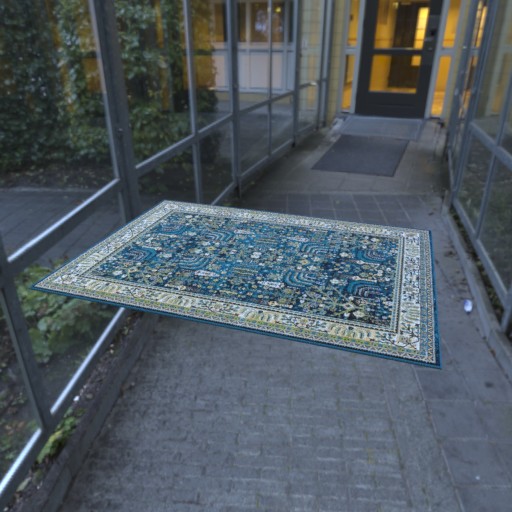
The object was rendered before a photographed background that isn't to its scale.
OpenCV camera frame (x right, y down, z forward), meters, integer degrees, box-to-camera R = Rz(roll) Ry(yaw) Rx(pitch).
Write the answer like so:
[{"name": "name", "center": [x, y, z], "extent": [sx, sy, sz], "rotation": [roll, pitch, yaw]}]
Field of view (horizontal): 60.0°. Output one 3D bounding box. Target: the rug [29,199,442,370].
[{"name": "rug", "center": [0.000, 0.000, 2.903], "extent": [2.213, 0.013, 1.594], "rotation": [8, 28, 16]}]
